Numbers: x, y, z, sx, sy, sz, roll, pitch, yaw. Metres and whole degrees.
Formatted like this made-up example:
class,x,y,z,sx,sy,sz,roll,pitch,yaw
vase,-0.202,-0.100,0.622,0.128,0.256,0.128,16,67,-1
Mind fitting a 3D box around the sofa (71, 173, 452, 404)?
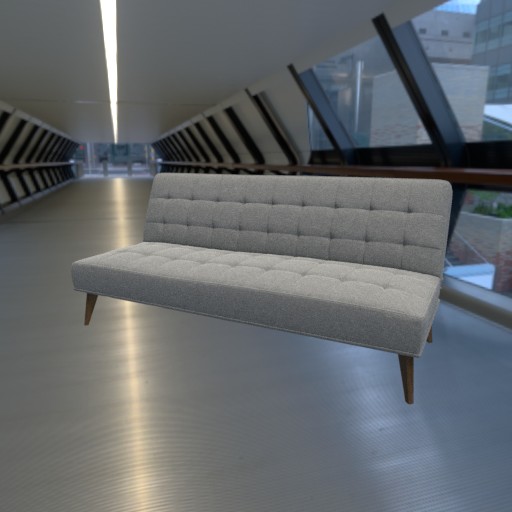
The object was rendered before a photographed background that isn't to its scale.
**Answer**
class,x,y,z,sx,sy,sz,roll,pitch,yaw
sofa,0.000,0.000,2.326,1.800,0.810,0.860,7,15,27
